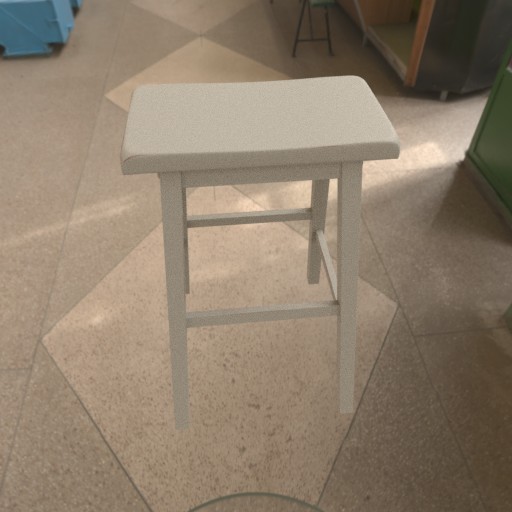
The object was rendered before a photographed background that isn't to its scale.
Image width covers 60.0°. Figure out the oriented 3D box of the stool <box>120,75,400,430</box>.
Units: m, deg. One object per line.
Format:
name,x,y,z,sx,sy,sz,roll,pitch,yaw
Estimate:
stool,0.000,0.000,1.037,0.457,0.737,0.476,-4,46,-4
